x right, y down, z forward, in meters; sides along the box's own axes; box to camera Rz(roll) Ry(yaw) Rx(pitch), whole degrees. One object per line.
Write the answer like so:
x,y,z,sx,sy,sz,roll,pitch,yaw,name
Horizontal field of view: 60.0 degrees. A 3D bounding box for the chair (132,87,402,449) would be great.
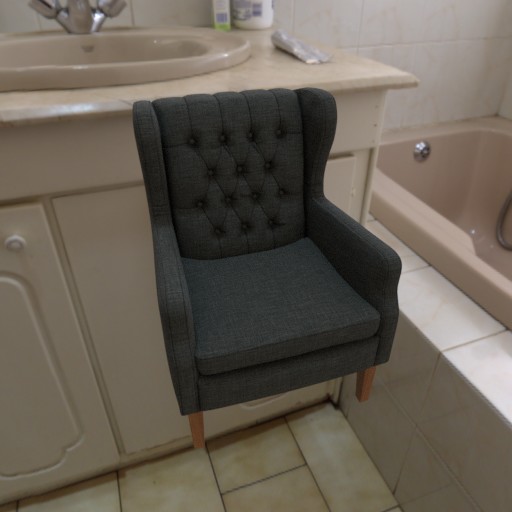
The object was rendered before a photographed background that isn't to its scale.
0.000,0.000,1.516,0.711,0.953,0.775,-10,35,-15,chair
